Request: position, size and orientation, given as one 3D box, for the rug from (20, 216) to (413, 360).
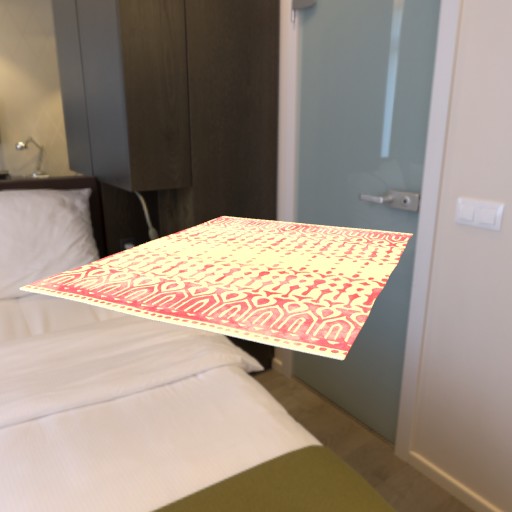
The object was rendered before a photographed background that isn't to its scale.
[{"bbox_3d":[0.000,0.000,4.099,2.441,0.016,3.095,7,18,24],"label":"rug"}]
